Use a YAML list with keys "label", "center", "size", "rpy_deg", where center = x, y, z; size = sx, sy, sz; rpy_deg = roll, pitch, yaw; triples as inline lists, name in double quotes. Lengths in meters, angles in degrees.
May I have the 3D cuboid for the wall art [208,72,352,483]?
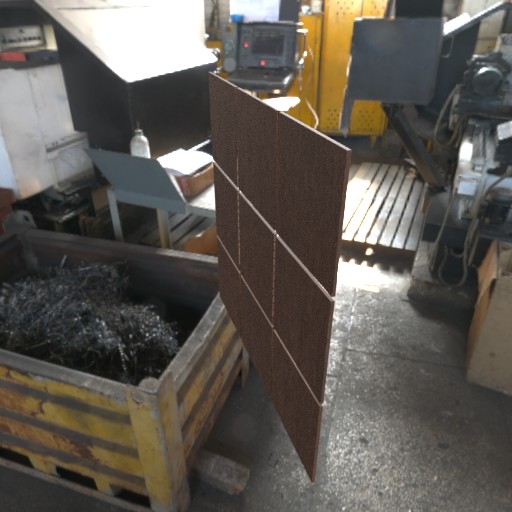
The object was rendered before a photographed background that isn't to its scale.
- label: "wall art"
  center: [0.000, 0.000, 2.228]
  size: [0.014, 1.525, 1.527]
  rpy_deg: [-10, 32, -17]
